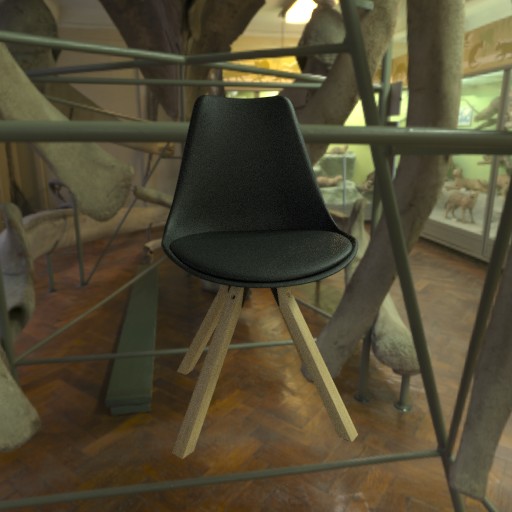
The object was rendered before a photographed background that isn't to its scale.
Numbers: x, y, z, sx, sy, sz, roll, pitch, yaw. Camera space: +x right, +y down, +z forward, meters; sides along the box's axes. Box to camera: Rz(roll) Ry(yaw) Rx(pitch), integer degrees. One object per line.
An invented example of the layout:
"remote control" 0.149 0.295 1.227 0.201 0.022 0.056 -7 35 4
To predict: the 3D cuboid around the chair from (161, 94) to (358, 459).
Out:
"chair" 0.000 0.000 1.185 0.485 0.850 0.549 -2 16 -8
